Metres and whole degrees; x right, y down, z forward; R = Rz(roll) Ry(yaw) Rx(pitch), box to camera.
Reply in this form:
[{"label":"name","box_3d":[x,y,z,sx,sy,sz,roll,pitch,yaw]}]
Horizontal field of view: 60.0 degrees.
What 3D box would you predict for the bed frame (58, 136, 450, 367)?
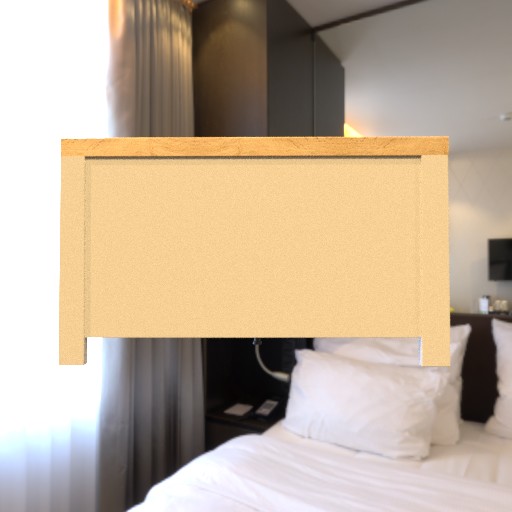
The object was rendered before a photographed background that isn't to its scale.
[{"label":"bed frame","box_3d":[0.000,0.000,2.915,1.670,0.980,2.050,0,-1,1]}]
